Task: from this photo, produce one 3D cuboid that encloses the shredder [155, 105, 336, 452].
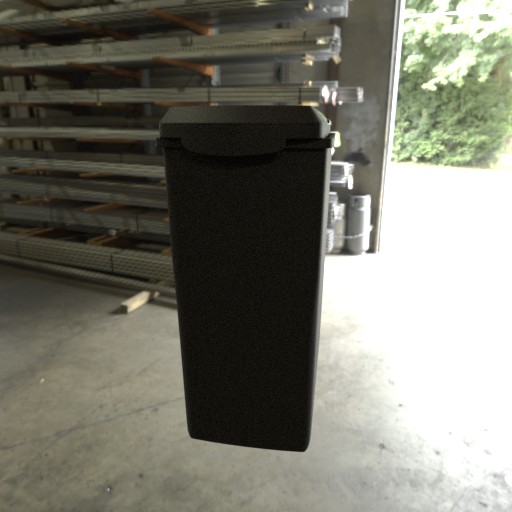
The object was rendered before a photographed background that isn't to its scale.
[{"bbox_3d":[0.000,0.000,0.524,0.170,0.335,0.320,3,17,10],"label":"shredder"}]
